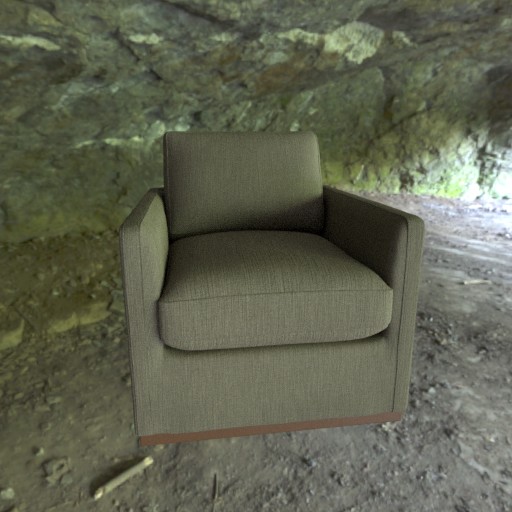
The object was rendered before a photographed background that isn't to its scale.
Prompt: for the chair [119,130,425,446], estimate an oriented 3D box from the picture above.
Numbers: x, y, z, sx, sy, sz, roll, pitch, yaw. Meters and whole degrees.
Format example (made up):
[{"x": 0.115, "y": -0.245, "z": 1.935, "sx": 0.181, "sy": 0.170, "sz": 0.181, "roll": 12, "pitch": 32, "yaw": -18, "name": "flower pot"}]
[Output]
[{"x": 0.000, "y": 0.000, "z": 1.480, "sx": 0.763, "sy": 0.811, "sz": 0.834, "roll": -2, "pitch": 16, "yaw": -8, "name": "chair"}]
